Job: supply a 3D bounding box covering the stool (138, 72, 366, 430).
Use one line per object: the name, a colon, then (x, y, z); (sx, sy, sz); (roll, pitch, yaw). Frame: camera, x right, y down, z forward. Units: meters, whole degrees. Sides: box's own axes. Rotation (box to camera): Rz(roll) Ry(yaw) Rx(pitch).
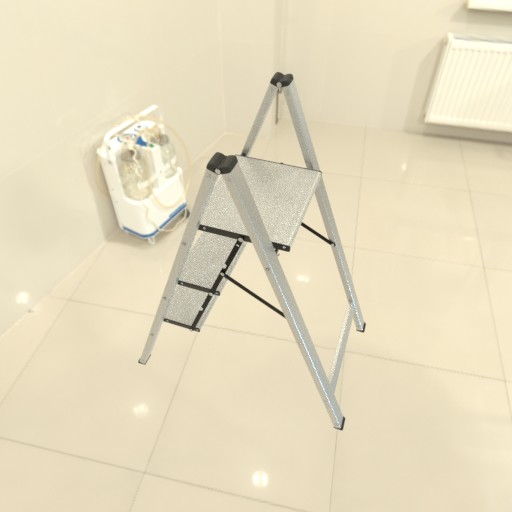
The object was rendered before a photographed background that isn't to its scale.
stool: (0.000, 0.000, 1.296); (0.730, 0.902, 0.441); (14, 47, 13)
